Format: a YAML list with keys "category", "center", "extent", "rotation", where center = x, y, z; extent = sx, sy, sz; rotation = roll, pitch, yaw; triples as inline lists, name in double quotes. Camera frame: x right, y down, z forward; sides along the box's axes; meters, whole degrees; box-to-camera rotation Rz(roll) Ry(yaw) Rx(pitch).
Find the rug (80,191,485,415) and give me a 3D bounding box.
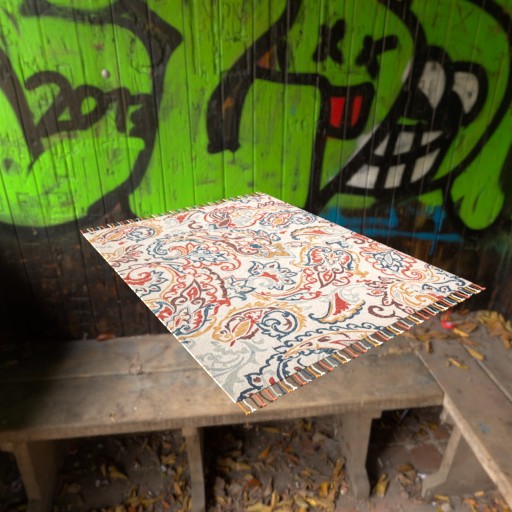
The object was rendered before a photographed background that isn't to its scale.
- category: "rug"
  center: [0.000, 0.000, 4.314]
  extent: [2.439, 0.015, 3.274]
  rotation: [-17, 31, -31]
